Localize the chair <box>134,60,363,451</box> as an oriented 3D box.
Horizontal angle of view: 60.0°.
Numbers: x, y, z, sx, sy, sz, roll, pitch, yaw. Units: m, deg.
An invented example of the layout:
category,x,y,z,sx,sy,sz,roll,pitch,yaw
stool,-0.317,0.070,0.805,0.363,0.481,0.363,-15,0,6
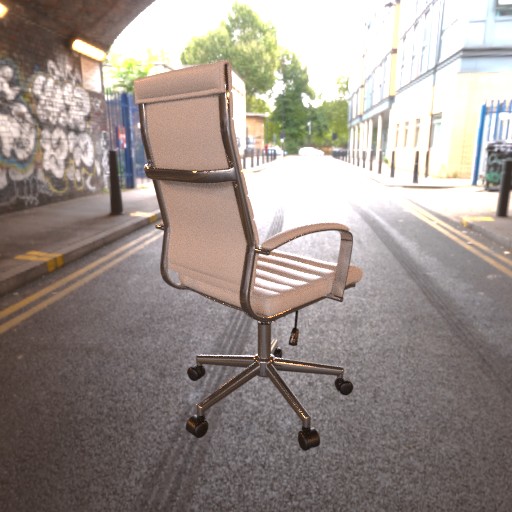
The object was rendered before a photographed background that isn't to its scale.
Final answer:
category,x,y,z,sx,sy,sz,roll,pitch,yaw
chair,0.000,0.000,1.548,0.679,1.149,0.679,-13,19,-42
